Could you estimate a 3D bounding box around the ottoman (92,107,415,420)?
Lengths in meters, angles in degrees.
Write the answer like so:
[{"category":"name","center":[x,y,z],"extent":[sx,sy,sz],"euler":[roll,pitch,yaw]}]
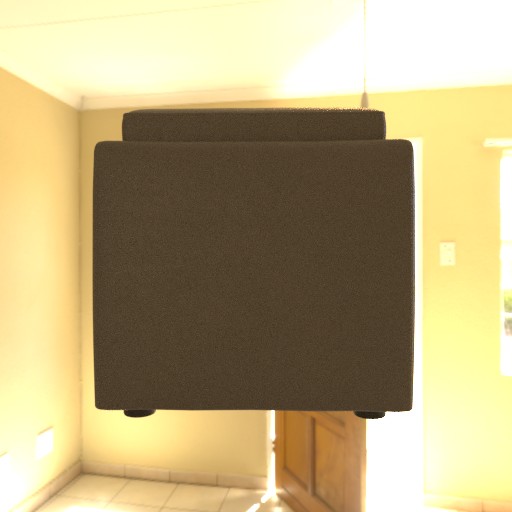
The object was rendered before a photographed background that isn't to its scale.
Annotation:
[{"category":"ottoman","center":[0.000,0.000,0.817],"extent":[0.450,0.460,0.451],"euler":[0,0,1]}]
